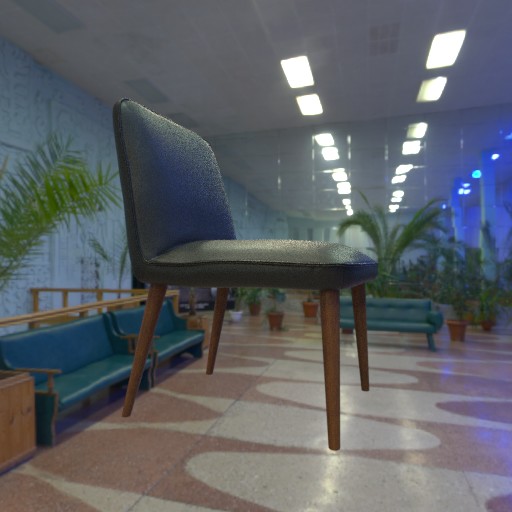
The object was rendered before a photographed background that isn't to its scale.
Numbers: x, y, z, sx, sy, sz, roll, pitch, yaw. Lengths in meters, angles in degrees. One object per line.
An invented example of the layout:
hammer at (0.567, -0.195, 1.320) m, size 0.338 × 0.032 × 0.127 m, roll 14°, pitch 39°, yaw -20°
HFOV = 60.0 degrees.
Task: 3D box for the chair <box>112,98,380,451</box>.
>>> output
chair at (0.000, 0.000, 1.216) m, size 0.645 × 0.801 × 0.543 m, roll 0°, pitch -1°, yaw 17°
